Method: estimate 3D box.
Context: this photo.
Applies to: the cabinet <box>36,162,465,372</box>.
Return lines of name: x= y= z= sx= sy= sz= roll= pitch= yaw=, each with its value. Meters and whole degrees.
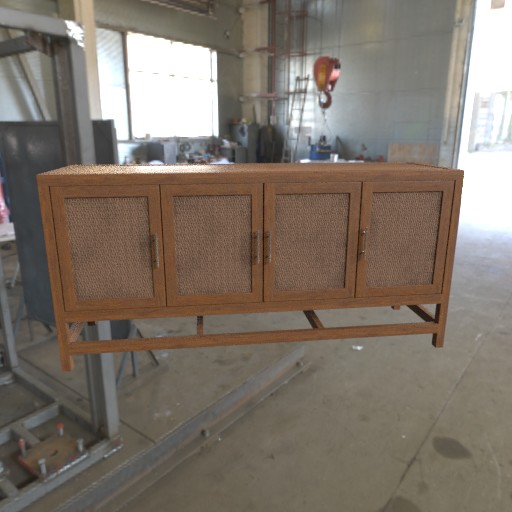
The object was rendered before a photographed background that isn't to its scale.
cabinet: x=0.000 y=0.000 z=2.088 sx=1.708 sy=0.820 sz=0.522 roll=-2 pitch=16 yaw=-7
